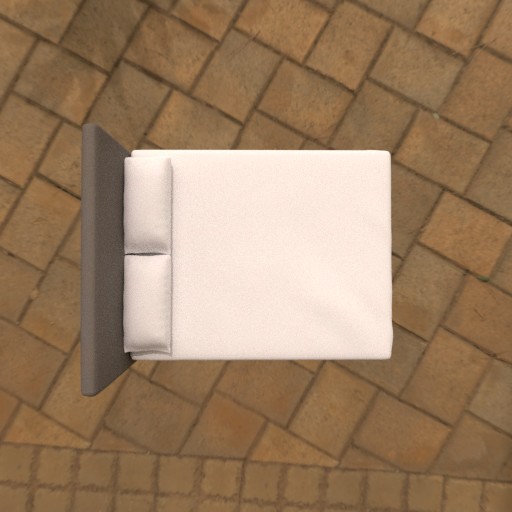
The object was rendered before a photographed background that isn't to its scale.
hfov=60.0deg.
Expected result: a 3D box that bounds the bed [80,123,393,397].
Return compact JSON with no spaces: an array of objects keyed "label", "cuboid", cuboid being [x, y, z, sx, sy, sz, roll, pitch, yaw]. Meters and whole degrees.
[{"label":"bed","cuboid":[0.000,0.000,3.305,2.142,1.330,1.723,0,89,-1]}]
